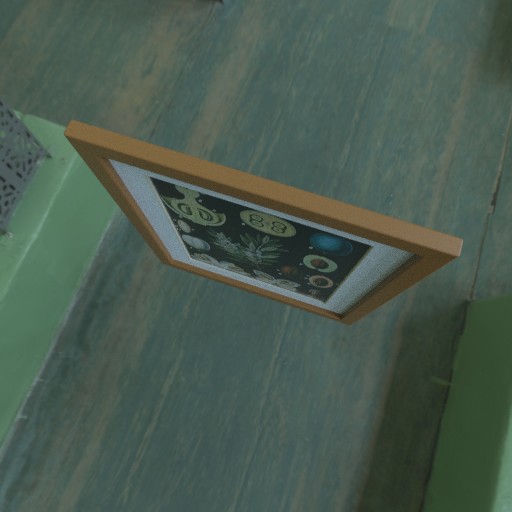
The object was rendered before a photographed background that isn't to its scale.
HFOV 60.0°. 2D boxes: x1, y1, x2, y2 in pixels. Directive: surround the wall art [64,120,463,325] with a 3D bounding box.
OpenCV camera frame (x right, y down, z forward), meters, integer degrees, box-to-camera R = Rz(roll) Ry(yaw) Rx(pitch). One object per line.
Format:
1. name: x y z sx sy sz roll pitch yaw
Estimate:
1. wall art: 0.000 0.000 0.742 0.449 0.550 0.021 18 75 5
